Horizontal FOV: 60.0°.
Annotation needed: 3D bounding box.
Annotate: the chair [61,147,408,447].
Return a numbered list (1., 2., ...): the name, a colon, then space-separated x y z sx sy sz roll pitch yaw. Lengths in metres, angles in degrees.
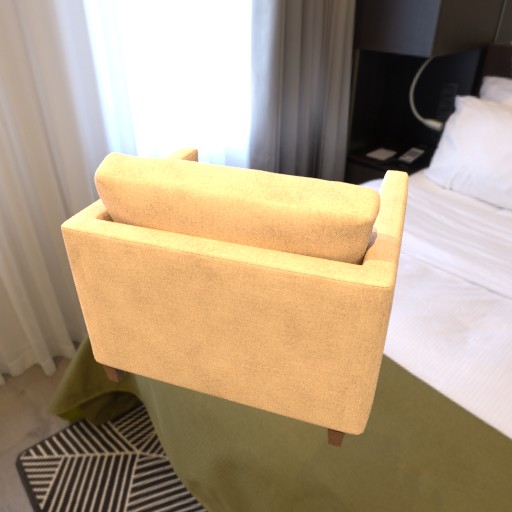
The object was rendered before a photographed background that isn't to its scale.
1. chair: 0.000 0.000 1.873 1.133 0.961 0.959 10 33 16
